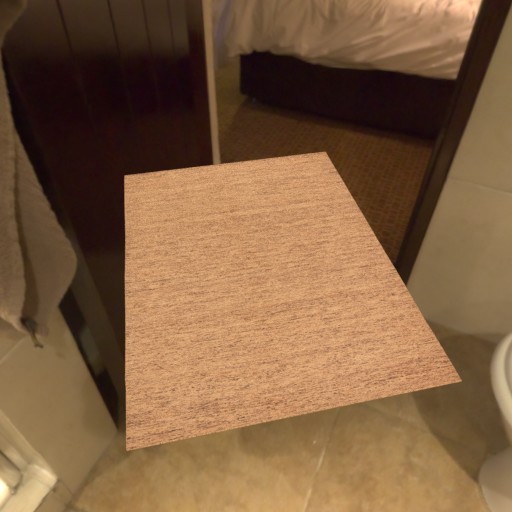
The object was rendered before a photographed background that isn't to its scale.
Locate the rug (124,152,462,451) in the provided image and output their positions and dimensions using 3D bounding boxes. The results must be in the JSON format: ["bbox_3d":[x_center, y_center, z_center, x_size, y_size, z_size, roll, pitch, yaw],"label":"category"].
[{"bbox_3d":[0.000,0.000,4.220,2.448,0.013,3.205,-9,46,-8],"label":"rug"}]
